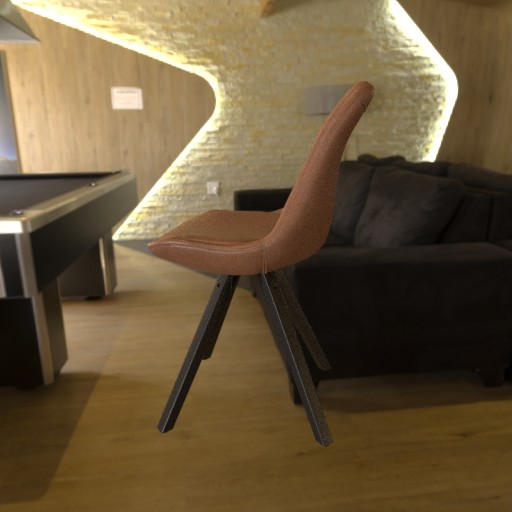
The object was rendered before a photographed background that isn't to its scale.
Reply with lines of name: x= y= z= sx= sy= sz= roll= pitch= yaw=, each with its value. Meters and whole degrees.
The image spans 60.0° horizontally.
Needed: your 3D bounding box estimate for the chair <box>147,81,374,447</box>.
chair: x=0.000 y=0.000 z=1.199 sx=0.550 sy=0.850 sz=0.475 roll=2 pitch=15 yaw=8
